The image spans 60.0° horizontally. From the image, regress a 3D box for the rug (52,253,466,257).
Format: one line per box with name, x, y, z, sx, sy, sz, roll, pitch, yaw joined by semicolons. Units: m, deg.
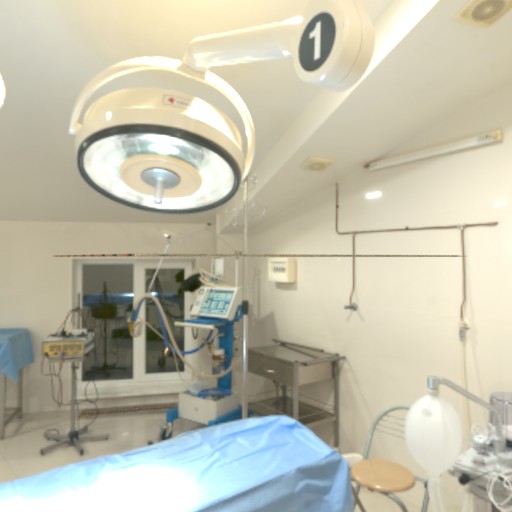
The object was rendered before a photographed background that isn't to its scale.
rug;0.000;0.000;2.289;1.730;0.009;1.278;0;0;-34
